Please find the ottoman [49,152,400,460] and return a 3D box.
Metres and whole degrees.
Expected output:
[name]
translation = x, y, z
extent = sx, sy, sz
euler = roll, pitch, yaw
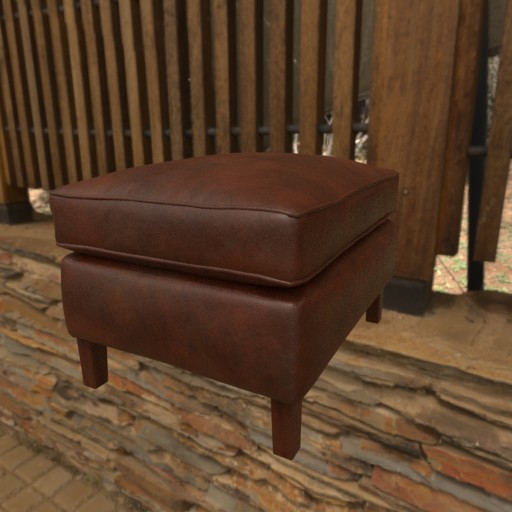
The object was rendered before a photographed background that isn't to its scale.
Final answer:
[ottoman]
translation = 0.000, 0.000, 0.954
extent = 0.501, 0.432, 0.665
euler = 8, 18, 27
